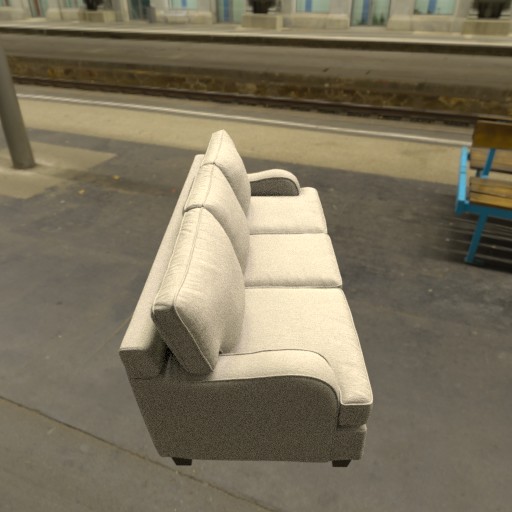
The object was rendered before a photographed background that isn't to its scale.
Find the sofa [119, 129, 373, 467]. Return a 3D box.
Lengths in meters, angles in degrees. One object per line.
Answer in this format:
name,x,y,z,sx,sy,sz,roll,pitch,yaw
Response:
sofa,0.000,0.000,2.767,1.016,0.991,2.323,0,31,1
